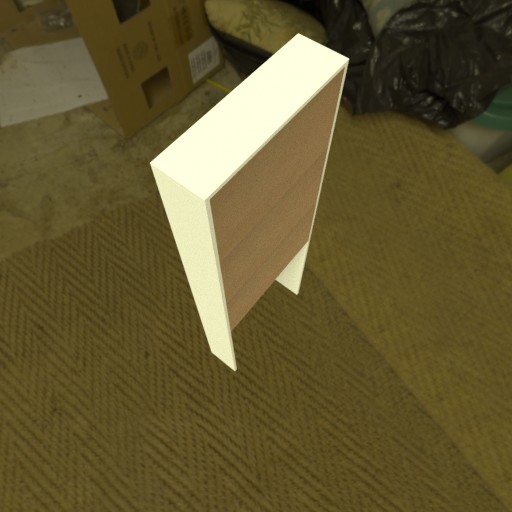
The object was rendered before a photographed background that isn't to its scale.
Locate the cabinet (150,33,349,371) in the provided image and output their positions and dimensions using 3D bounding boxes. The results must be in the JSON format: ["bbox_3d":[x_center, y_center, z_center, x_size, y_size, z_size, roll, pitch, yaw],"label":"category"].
[{"bbox_3d":[0.000,0.000,2.001,0.192,1.770,0.643,35,68,17],"label":"cabinet"}]
